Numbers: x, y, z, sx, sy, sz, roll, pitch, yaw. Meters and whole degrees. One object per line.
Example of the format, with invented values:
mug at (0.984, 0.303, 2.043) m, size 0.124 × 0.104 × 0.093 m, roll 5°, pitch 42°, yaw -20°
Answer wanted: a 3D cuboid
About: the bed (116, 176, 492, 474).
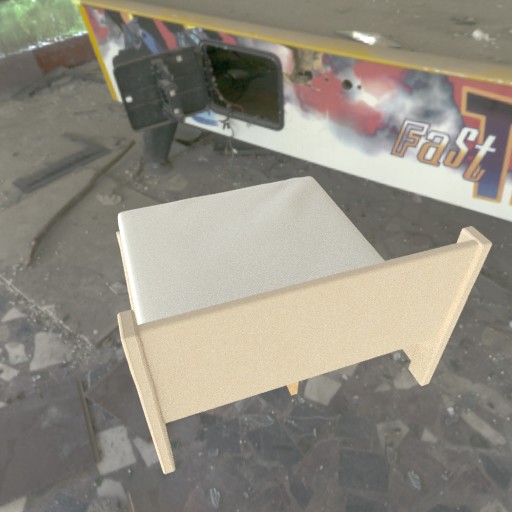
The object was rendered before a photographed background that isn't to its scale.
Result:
bed at (0.000, 0.000, 3.619) m, size 2.145 × 1.471 × 2.293 m, roll -13°, pitch 43°, yaw -14°
